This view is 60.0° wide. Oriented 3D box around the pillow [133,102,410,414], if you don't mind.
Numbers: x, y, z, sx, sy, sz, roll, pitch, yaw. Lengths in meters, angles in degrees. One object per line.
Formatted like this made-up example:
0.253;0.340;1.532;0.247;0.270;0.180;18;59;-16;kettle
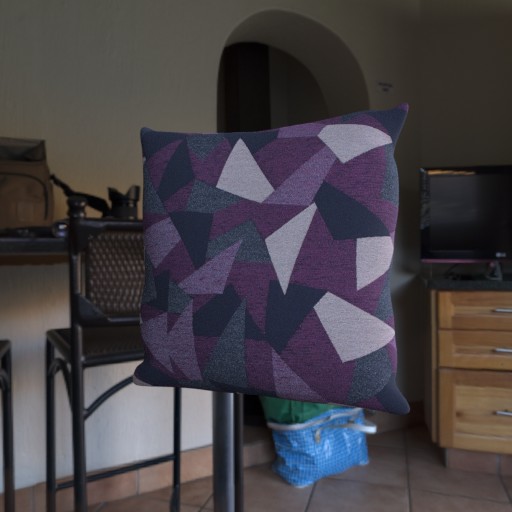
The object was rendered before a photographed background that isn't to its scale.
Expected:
0.000;0.000;0.768;0.503;0.496;0.208;0;0;19;pillow
